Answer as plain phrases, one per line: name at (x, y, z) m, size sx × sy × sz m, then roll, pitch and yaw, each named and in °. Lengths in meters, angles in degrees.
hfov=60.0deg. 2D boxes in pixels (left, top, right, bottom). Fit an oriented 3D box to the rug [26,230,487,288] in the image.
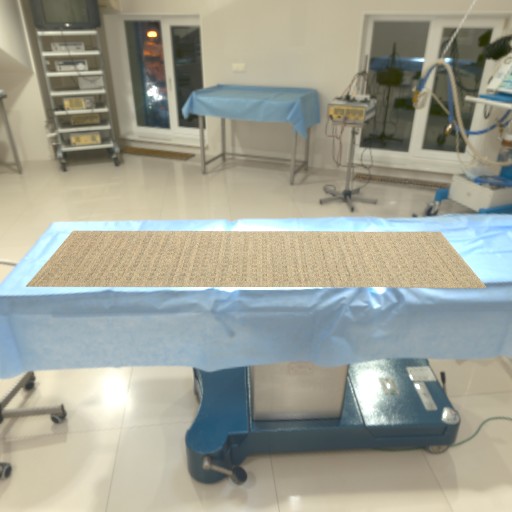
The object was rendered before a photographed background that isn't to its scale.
rug at (0.000, 0.000, 2.642) m, size 2.437 × 0.005 × 0.688 m, roll 0°, pitch 29°, yaw 0°
